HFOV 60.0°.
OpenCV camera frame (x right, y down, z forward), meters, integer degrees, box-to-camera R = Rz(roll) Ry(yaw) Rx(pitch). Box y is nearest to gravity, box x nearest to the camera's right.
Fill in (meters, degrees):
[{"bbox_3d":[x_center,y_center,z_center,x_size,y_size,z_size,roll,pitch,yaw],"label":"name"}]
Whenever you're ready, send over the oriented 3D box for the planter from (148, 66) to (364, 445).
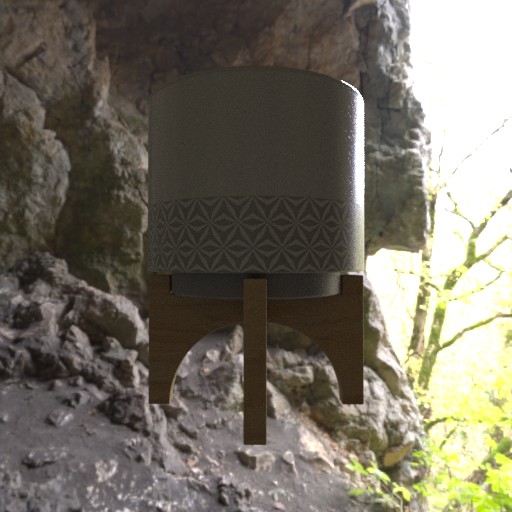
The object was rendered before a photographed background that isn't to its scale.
[{"bbox_3d":[0.000,0.000,0.397,0.188,0.260,0.188,0,-1,0],"label":"planter"}]
